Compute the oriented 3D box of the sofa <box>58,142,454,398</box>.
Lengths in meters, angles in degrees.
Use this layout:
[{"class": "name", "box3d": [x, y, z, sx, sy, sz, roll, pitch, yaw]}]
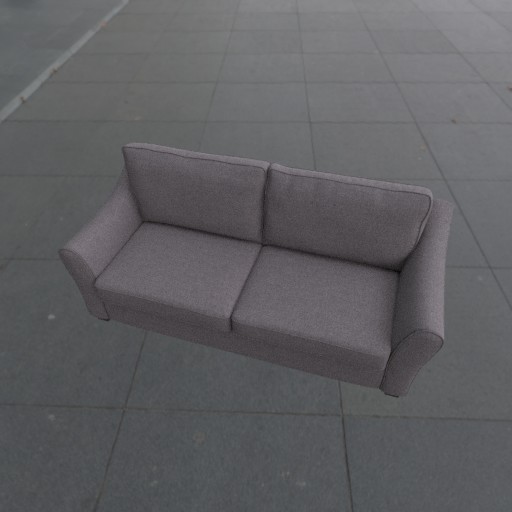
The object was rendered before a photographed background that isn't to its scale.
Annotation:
[{"class": "sofa", "box3d": [0.000, 0.000, 2.758, 2.203, 0.976, 1.013, 12, 43, 13]}]
